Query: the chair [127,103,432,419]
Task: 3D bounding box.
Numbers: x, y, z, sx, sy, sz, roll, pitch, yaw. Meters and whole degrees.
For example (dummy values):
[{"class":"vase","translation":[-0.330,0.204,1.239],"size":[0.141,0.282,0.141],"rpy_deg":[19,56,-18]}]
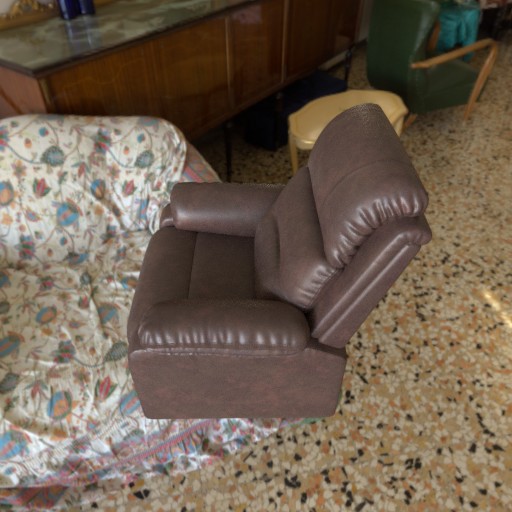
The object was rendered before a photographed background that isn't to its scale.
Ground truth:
[{"class":"chair","translation":[0.000,0.000,1.631],"size":[0.919,0.992,0.855],"rpy_deg":[-1,42,-1]}]
